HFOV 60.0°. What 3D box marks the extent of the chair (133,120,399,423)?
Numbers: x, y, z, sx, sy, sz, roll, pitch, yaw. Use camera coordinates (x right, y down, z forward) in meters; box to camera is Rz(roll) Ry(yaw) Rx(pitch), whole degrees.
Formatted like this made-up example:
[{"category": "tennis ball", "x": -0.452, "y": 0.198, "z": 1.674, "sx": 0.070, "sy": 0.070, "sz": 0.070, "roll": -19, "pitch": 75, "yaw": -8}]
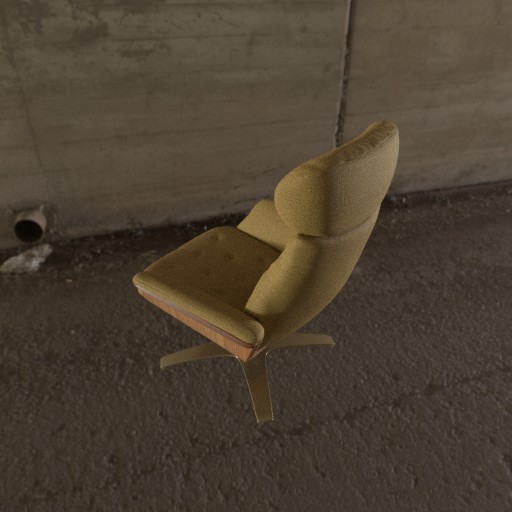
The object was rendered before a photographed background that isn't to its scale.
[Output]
[{"category": "chair", "x": 0.000, "y": 0.000, "z": 1.590, "sx": 0.837, "sy": 0.995, "sz": 0.785, "roll": 21, "pitch": 38, "yaw": 29}]
